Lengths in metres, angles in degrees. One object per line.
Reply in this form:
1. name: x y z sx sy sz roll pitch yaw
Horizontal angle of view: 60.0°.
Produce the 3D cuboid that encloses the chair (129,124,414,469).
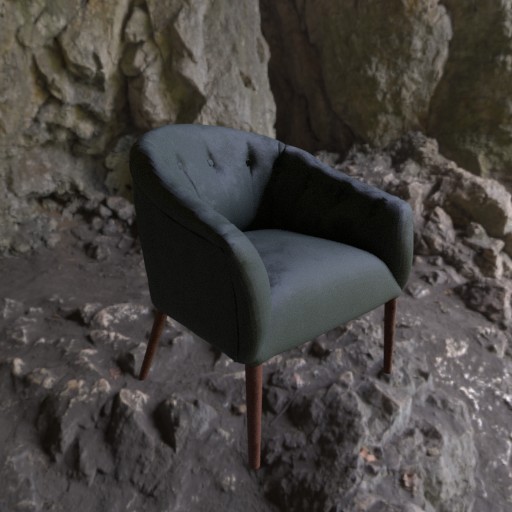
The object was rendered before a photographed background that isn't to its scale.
1. chair: 0.000 0.000 1.519 0.851 0.885 0.776 -14 20 -43
